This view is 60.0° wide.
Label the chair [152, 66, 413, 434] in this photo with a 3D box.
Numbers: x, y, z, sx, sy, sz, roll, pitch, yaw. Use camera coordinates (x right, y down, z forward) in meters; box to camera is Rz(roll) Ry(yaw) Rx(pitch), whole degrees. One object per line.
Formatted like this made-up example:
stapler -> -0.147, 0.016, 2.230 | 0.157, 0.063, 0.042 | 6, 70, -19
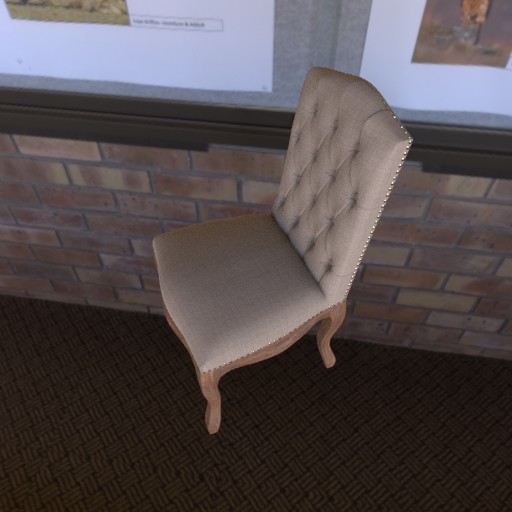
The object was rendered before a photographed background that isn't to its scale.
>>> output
chair -> 0.000, 0.000, 1.618 | 0.731, 1.191, 0.637 | -18, 50, -16
